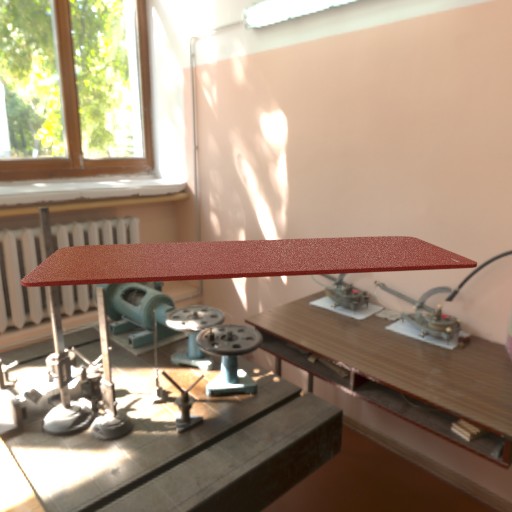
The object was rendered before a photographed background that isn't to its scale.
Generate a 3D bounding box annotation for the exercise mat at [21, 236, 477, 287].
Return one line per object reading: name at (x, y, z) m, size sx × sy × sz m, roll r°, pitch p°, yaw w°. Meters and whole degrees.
exercise mat at (0.000, 0.000, 2.040) m, size 1.869 × 0.021 × 0.616 m, roll -2°, pitch 14°, yaw -8°
